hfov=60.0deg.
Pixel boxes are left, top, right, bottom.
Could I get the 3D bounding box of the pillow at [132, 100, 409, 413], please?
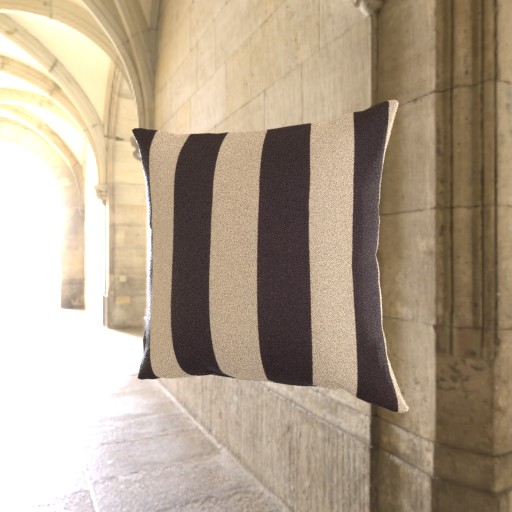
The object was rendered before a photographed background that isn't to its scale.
[{"bbox_3d":[0.000,0.000,0.821,0.536,0.526,0.189,0,0,17],"label":"pillow"}]
